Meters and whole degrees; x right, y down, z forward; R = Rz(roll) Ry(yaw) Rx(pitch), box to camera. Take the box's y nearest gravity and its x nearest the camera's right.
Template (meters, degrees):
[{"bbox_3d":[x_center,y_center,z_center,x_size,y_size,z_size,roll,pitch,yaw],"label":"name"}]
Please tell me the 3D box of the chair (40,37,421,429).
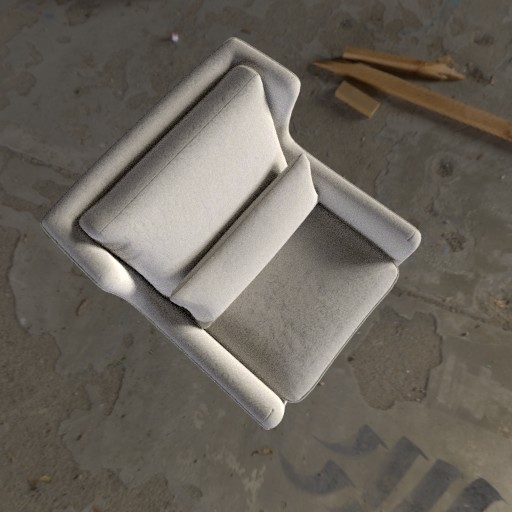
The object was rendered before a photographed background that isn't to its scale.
[{"bbox_3d":[0.000,0.000,1.865,1.040,1.056,0.982,39,78,10],"label":"chair"}]
